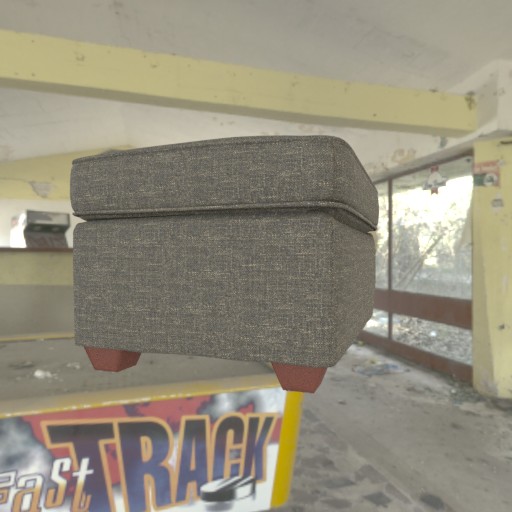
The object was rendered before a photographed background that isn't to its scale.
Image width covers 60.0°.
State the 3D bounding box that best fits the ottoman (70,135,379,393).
[{"bbox_3d":[0.000,0.000,1.099,0.549,0.450,0.749,0,0,20],"label":"ottoman"}]
